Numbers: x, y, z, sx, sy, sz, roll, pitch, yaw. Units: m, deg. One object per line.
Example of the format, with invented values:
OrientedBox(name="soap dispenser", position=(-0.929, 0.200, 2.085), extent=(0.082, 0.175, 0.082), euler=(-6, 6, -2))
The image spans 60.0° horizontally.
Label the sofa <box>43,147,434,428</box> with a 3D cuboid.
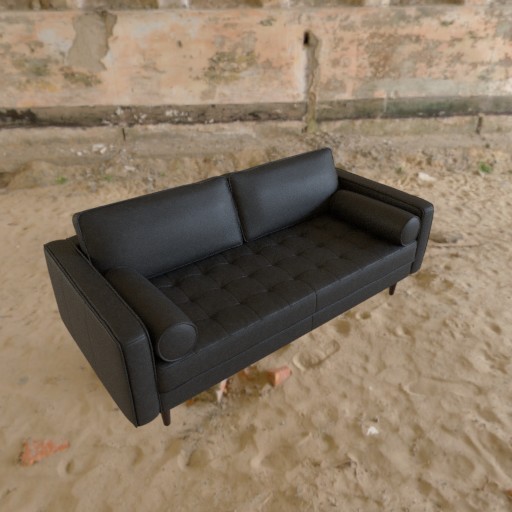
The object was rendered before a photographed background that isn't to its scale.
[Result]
OrientedBox(name="sofa", position=(0.000, 0.000, 2.349), extent=(1.879, 0.770, 0.921), euler=(-22, 37, -32))
